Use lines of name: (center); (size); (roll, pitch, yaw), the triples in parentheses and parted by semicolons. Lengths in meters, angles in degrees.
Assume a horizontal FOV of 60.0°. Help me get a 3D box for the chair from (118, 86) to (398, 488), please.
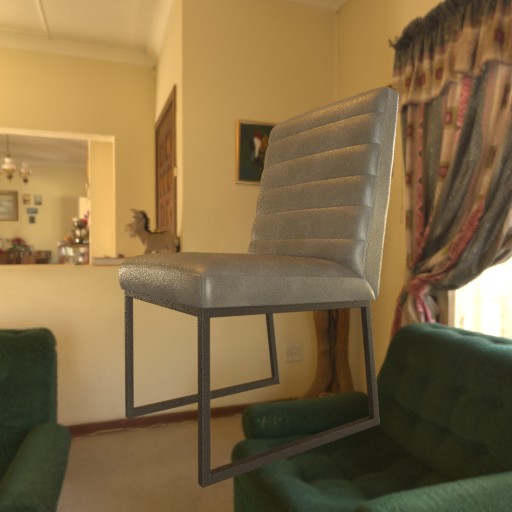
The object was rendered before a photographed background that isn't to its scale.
chair: (0.000, 0.000, 1.254); (0.634, 0.930, 0.520); (-1, 2, -36)
